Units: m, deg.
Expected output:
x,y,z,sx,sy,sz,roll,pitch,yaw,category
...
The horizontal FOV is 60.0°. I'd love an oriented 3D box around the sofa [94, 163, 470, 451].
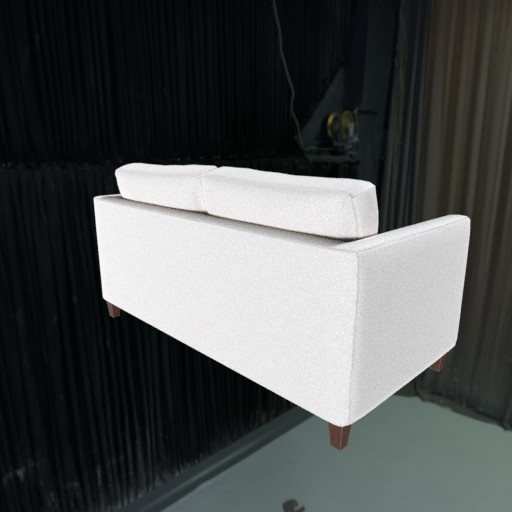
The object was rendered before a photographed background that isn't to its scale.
x,y,z,sx,sy,sz,roll,pitch,yaw,category
0.000,0.000,2.188,0.873,0.888,1.722,-14,20,-42,sofa
